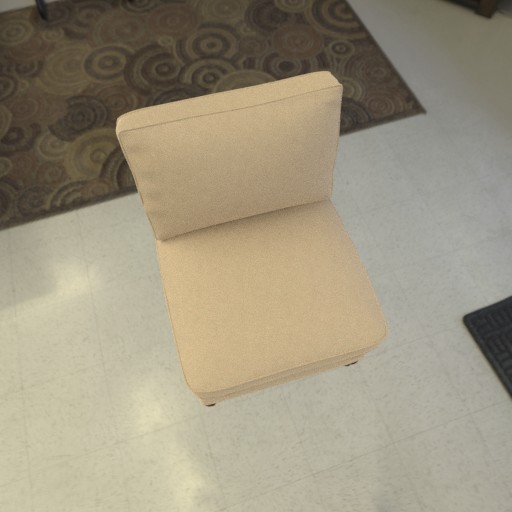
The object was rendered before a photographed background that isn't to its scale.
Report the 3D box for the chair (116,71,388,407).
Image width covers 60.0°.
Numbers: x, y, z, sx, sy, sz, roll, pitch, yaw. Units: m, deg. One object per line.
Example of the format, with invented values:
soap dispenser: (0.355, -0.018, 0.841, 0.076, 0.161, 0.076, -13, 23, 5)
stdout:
chair: (0.000, 0.000, 1.676, 0.724, 1.052, 0.912, -14, 63, -7)
